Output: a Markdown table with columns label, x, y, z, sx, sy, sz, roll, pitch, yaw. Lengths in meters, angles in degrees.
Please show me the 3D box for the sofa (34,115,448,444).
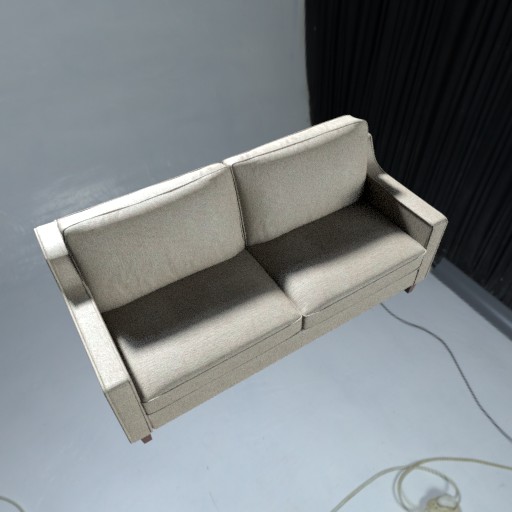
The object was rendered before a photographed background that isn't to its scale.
| label | x | y | z | sx | sy | sz | roll | pitch | yaw |
| --- | --- | --- | --- | --- | --- | --- | --- | --- | --- |
| sofa | 0.000 | 0.000 | 2.737 | 2.181 | 1.074 | 1.073 | -24 | 51 | -21 |
